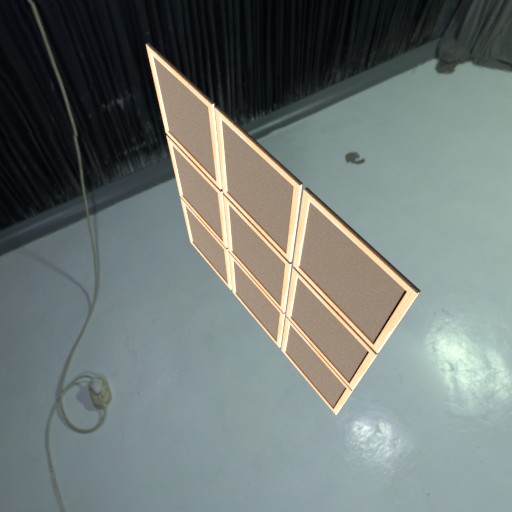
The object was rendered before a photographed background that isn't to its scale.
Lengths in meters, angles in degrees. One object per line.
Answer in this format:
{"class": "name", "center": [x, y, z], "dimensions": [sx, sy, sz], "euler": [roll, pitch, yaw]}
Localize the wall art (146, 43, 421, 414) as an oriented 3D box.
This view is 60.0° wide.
{"class": "wall art", "center": [0.000, 0.000, 1.783], "dimensions": [0.013, 1.218, 1.216], "euler": [-33, 64, -19]}
